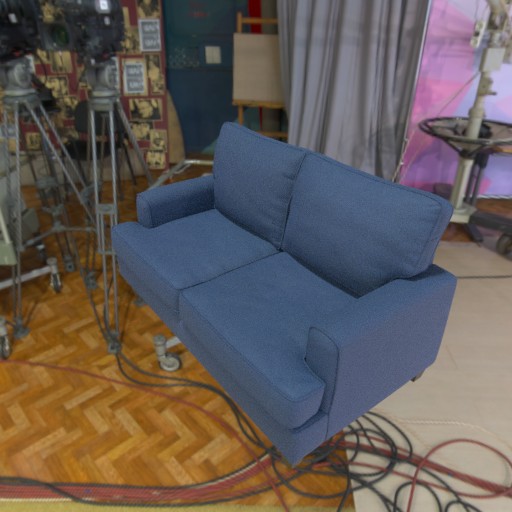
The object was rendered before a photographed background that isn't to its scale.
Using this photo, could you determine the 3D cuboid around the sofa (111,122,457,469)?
[{"bbox_3d":[0.000,0.000,2.239,0.965,0.965,1.651,-21,37,-31],"label":"sofa"}]
